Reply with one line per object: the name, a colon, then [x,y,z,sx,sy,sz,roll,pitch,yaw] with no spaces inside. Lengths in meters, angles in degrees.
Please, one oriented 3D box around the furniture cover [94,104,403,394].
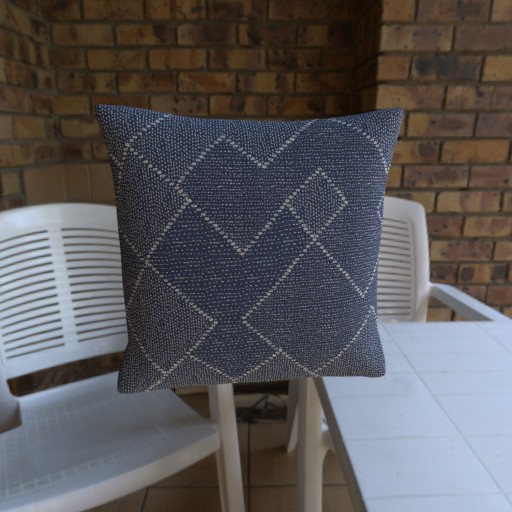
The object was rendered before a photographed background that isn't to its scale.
furniture cover: [0.000,0.000,0.781,0.511,0.503,0.162,-2,15,-7]
